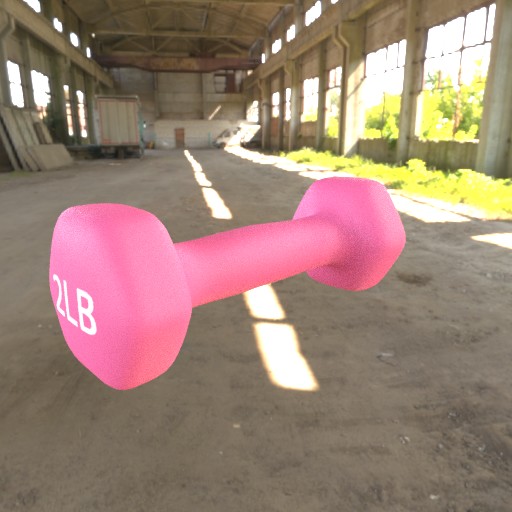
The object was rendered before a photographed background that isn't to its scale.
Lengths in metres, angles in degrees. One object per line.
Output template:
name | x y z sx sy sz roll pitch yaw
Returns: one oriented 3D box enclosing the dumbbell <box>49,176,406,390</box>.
dumbbell | 0.000 0.000 0.174 0.146 0.053 0.058 -14 21 -41
